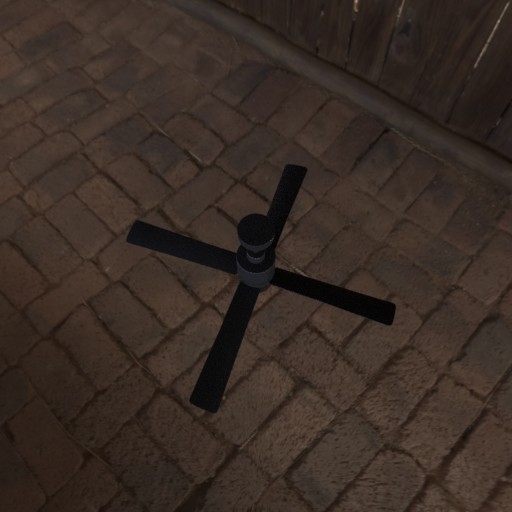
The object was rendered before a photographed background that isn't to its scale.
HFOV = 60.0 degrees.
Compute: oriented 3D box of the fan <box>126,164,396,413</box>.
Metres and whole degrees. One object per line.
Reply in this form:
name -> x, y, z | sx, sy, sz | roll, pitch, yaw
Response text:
fan -> 0.000, 0.000, 2.256 | 1.525, 0.534, 1.525 | 18, 64, 9
